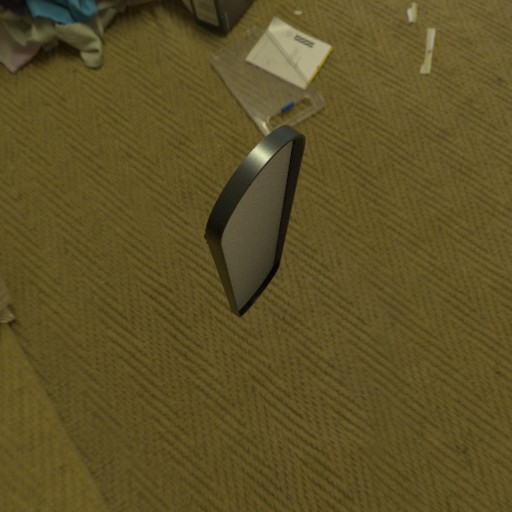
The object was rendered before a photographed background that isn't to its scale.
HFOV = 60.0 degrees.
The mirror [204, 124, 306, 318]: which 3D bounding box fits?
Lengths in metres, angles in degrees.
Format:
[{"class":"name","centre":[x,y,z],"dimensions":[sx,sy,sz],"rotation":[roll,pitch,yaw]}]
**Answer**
[{"class":"mirror","centre":[0.000,0.000,1.079],"dimensions":[0.032,0.991,0.222],"rotation":[37,78,9]}]
